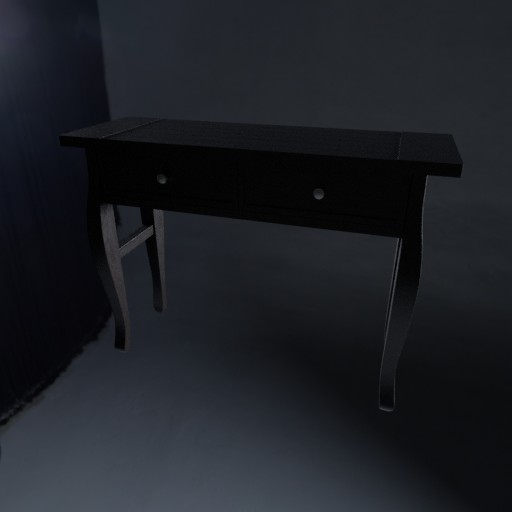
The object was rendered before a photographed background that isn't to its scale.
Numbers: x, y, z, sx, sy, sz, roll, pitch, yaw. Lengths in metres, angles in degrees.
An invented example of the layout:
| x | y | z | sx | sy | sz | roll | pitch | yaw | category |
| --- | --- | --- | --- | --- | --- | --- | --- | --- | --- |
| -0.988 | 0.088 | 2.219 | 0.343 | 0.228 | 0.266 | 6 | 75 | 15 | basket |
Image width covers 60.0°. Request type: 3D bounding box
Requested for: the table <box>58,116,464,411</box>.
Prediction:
| x | y | z | sx | sy | sz | roll | pitch | yaw | category |
| --- | --- | --- | --- | --- | --- | --- | --- | --- | --- |
| 0.000 | 0.000 | 1.430 | 1.062 | 0.768 | 0.373 | 8 | 27 | 16 | table |
